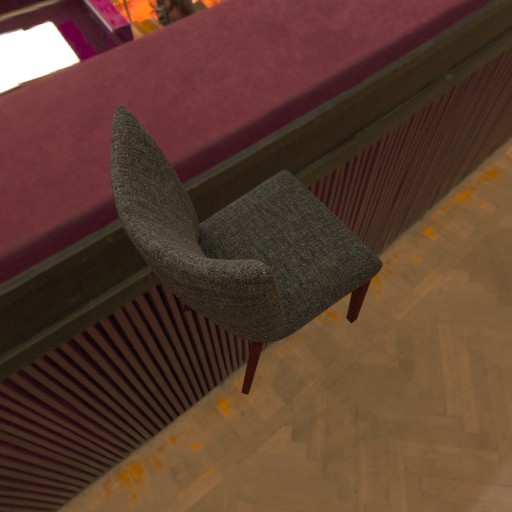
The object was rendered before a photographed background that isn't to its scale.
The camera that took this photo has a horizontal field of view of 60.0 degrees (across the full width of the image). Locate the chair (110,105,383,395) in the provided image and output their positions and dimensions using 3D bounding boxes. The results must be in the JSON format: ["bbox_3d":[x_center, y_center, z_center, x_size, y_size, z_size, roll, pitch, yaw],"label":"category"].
[{"bbox_3d":[0.000,0.000,1.301,0.623,0.924,0.535,-33,64,-18],"label":"chair"}]
